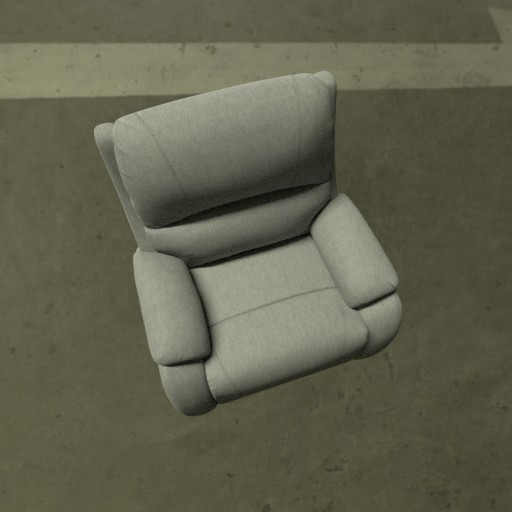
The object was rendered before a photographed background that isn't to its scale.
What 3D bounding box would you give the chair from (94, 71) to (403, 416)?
[{"bbox_3d":[0.000,0.000,1.715,0.930,1.011,0.899,-17,64,-8],"label":"chair"}]
